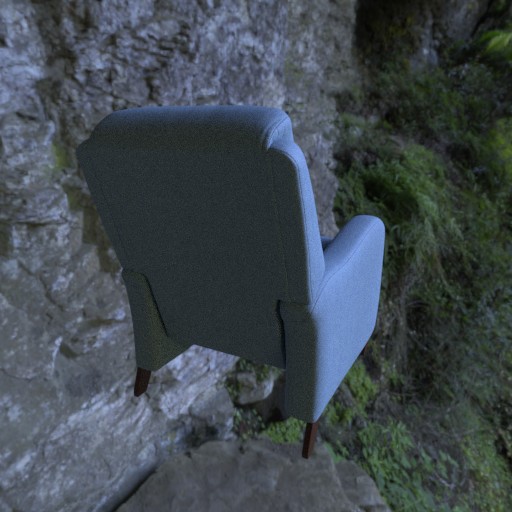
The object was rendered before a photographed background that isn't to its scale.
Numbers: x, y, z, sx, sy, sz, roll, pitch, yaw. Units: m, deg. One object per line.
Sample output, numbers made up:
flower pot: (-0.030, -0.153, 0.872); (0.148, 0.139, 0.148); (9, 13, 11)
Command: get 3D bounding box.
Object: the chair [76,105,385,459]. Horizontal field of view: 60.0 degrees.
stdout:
chair: (0.000, 0.000, 1.693); (0.785, 1.067, 0.988); (9, 19, 27)
